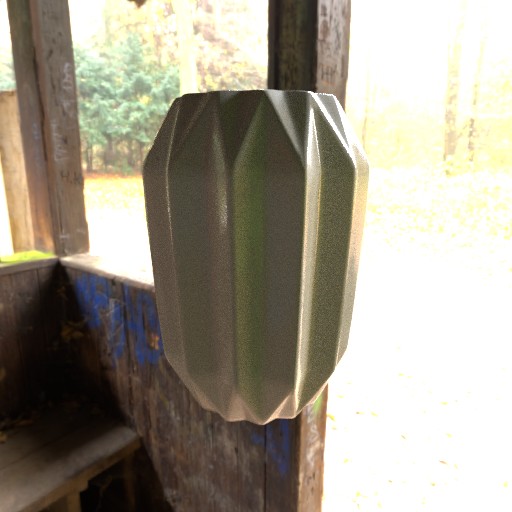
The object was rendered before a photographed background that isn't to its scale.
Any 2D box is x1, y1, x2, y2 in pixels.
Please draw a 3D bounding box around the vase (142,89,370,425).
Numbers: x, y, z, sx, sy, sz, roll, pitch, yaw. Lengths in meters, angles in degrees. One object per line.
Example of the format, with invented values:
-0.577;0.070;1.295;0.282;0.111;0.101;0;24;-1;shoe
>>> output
0.000;0.000;0.407;0.195;0.275;0.195;0;14;0;vase
